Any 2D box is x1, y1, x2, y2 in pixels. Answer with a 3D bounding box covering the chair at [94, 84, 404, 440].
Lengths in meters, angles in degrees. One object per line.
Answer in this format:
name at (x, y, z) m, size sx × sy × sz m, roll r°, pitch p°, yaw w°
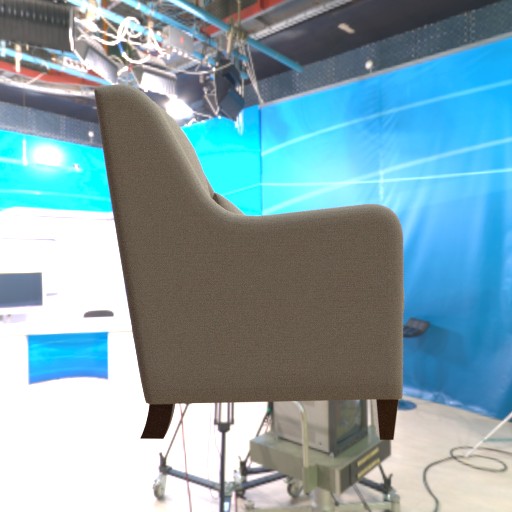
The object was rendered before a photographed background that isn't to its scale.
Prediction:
chair at (0.000, 0.000, 1.569) m, size 0.896 × 1.017 × 0.715 m, roll 0°, pitch 1°, yaw 1°
